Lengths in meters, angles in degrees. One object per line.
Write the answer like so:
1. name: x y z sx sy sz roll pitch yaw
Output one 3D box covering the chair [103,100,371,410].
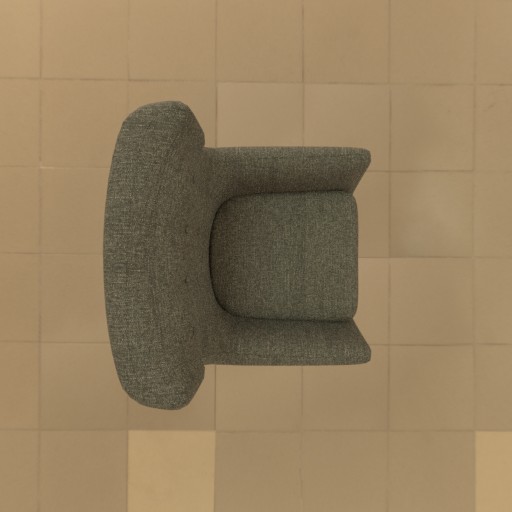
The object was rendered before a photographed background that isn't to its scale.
1. chair: 0.000 0.000 1.744 0.904 1.063 0.878 0 90 -1
